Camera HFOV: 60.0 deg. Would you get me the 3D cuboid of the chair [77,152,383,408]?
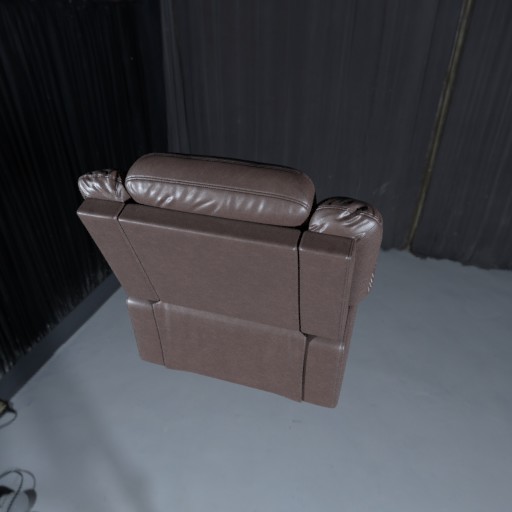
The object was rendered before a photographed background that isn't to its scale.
[{"bbox_3d":[0.000,0.000,1.719,0.899,1.009,0.934,10,34,15],"label":"chair"}]
